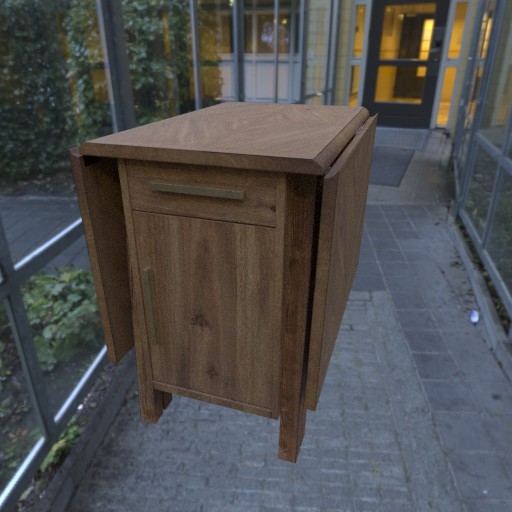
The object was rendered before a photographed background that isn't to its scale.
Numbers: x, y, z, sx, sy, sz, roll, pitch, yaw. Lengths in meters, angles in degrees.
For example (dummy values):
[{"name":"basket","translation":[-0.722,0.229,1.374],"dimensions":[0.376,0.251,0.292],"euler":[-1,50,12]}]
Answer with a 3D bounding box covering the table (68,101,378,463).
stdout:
[{"name":"table","translation":[0.000,0.000,1.661],"dimensions":[0.701,0.981,0.967],"euler":[8,26,17]}]
